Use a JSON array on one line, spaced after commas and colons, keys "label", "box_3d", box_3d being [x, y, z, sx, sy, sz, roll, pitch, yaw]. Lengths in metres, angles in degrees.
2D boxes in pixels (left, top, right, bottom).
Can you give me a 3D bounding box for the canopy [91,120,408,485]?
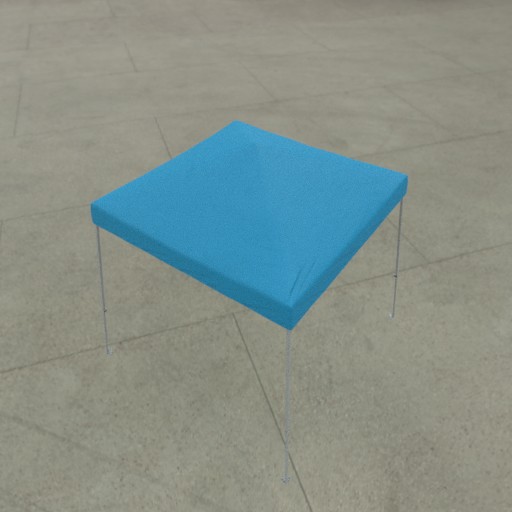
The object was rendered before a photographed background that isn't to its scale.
[{"label": "canopy", "box_3d": [0.000, 0.000, 6.518, 3.599, 3.600, 3.600, 26, 48, 26]}]
